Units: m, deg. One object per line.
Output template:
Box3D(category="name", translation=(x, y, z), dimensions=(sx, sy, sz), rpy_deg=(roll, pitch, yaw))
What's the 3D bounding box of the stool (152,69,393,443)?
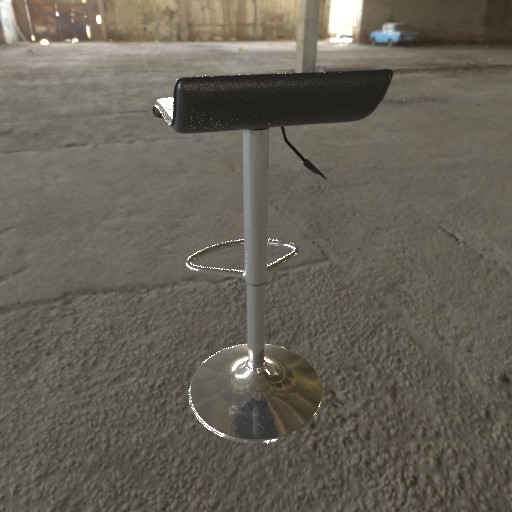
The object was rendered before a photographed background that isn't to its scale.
Box3D(category="stool", translation=(0.000, 0.000, 1.060), dimensions=(0.381, 0.851, 0.381), rpy_deg=(-9, 29, -16))
